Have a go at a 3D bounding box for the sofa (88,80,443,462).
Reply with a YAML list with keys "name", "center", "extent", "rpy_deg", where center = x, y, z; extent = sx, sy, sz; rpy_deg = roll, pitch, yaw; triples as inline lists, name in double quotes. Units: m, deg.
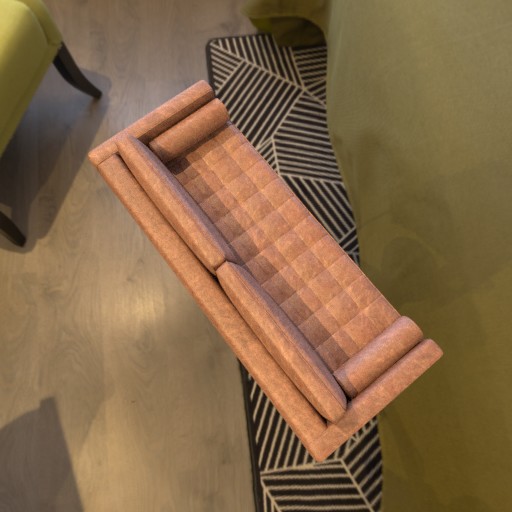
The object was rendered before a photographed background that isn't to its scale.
- name: "sofa"
  center: [0.000, 0.000, 2.714]
  extent: [0.914, 0.762, 2.210]
  rpy_deg: [-37, 77, -10]
